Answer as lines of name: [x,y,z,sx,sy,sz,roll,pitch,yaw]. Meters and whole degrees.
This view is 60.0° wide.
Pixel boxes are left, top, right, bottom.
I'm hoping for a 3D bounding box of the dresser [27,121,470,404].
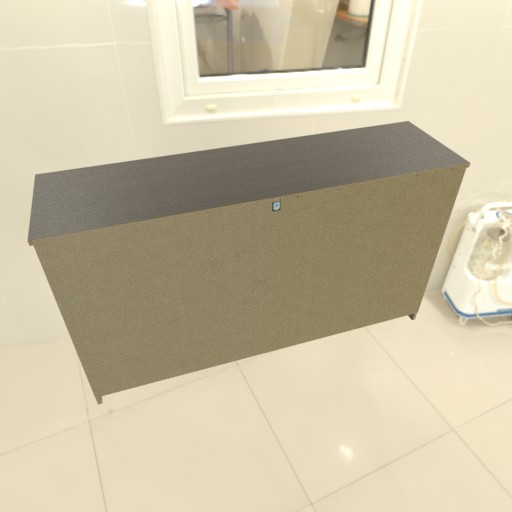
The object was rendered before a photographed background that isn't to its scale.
dresser: [0.000,0.000,1.682,1.360,0.755,0.401,-12,41,-14]
